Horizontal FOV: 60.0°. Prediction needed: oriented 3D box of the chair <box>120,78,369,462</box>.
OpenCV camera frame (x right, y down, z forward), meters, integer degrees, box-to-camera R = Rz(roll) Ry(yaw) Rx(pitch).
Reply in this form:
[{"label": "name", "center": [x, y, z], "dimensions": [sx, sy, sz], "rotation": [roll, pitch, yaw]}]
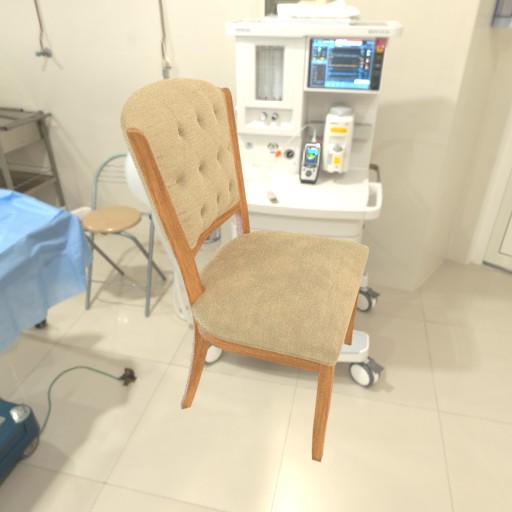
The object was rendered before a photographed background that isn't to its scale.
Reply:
[{"label": "chair", "center": [0.000, 0.000, 1.258], "dimensions": [0.584, 0.905, 0.513], "rotation": [11, 33, 17]}]
